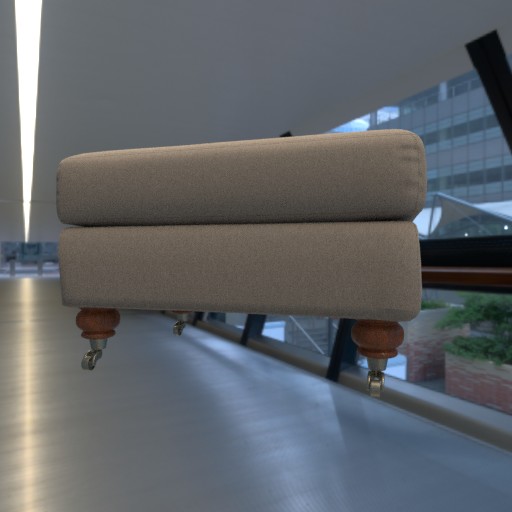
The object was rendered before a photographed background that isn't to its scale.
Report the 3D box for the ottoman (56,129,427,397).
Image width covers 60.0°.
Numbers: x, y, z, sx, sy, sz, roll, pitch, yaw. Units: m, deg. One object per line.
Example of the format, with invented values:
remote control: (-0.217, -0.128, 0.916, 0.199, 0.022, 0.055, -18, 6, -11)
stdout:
ottoman: (0.000, 0.000, 1.108, 0.773, 0.497, 0.574, 0, 1, 17)
